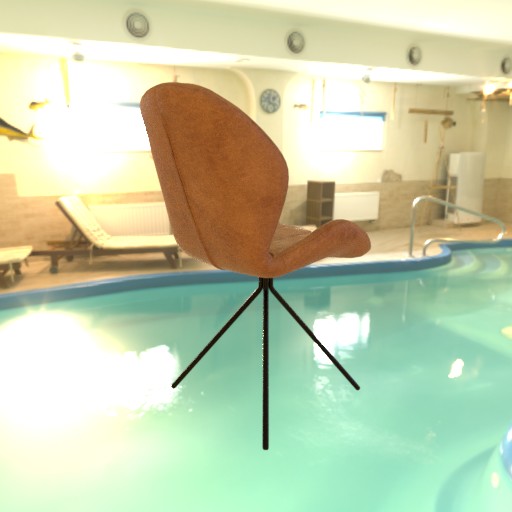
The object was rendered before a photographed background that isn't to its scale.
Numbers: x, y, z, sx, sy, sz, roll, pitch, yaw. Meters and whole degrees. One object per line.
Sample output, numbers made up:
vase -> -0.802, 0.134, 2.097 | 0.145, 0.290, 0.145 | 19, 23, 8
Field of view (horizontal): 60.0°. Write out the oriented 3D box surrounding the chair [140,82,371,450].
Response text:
chair -> 0.000, 0.000, 1.337 | 0.640, 0.929, 0.527 | -13, 19, -42
